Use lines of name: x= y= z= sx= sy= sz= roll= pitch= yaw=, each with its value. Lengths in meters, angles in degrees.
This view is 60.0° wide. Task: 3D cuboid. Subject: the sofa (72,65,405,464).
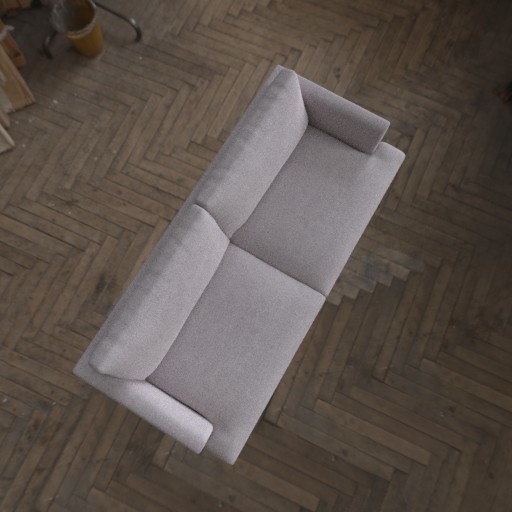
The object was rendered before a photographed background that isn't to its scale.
sofa: x=0.000 y=0.000 z=2.776 sx=1.020 sy=0.868 sz=2.250 roll=30 pitch=78 yaw=7
